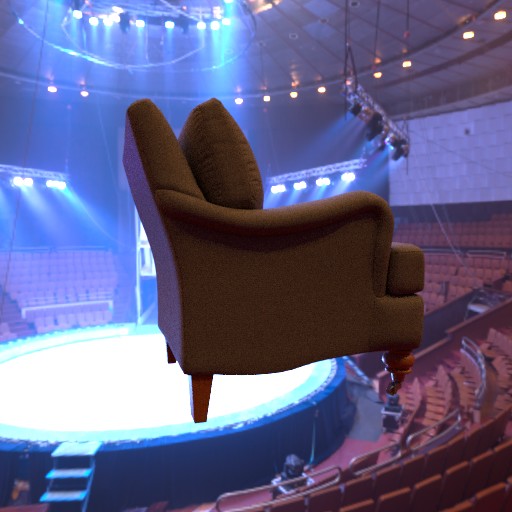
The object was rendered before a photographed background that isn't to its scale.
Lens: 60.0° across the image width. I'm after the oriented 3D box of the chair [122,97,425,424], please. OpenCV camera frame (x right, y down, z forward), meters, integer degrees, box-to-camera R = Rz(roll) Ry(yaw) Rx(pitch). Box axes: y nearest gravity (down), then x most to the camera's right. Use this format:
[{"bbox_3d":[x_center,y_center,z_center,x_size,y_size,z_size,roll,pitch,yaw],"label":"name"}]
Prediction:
[{"bbox_3d":[0.000,0.000,1.877,1.070,1.038,0.955,0,1,-18],"label":"chair"}]
